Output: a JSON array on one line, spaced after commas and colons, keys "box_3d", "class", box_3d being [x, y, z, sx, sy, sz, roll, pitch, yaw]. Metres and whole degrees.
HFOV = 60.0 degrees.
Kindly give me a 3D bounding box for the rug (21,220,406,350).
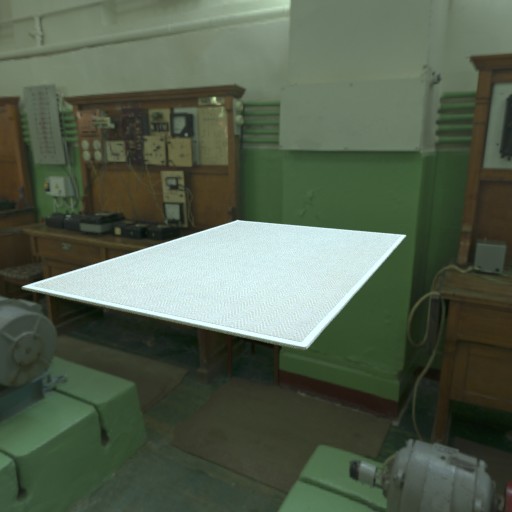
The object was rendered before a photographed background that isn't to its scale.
[{"box_3d": [0.000, 0.000, 2.869, 1.532, 0.017, 2.244, 7, 16, 26], "class": "rug"}]
